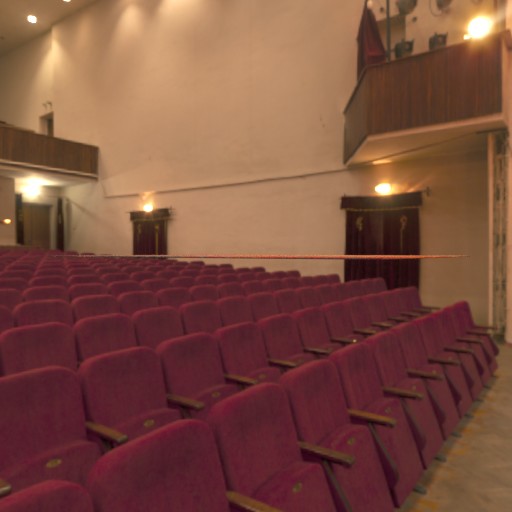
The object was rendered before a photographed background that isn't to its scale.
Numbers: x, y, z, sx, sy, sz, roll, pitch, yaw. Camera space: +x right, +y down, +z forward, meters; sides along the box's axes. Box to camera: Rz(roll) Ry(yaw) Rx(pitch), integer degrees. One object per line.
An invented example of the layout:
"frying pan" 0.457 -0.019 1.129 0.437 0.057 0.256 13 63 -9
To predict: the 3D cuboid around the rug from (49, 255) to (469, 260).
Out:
"rug" 0.000 0.000 3.685 2.896 0.013 2.007 0 0 36
